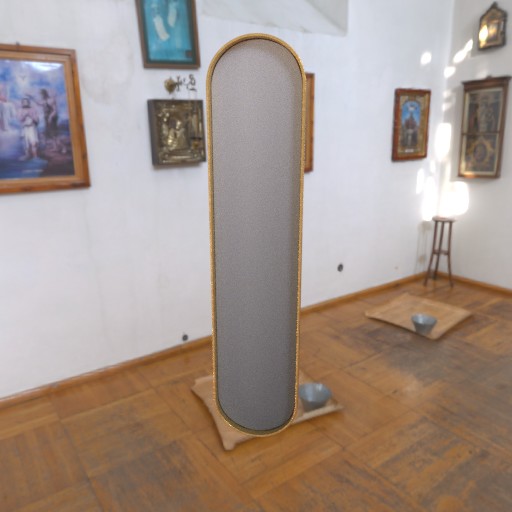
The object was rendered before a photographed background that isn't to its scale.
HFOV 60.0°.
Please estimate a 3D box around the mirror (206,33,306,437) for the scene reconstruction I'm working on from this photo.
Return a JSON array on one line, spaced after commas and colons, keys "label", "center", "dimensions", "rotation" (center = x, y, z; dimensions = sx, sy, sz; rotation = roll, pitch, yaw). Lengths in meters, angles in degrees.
[{"label": "mirror", "center": [0.000, 0.000, 1.083], "dimensions": [0.222, 0.991, 0.032], "rotation": [2, 14, 9]}]
